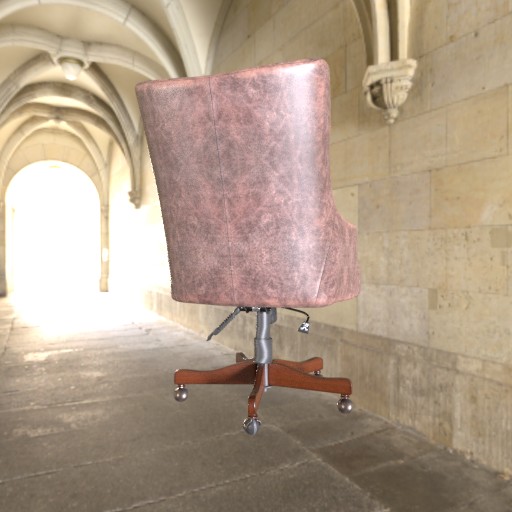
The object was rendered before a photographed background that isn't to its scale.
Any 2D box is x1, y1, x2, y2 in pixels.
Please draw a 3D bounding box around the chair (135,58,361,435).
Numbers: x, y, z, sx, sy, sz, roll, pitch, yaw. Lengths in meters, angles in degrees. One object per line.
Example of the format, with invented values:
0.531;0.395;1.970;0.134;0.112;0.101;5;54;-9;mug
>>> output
0.000;0.000;1.497;0.641;1.035;0.762;0;0;18;chair
